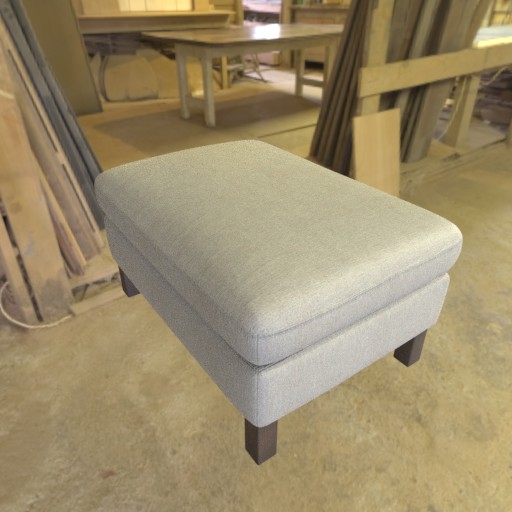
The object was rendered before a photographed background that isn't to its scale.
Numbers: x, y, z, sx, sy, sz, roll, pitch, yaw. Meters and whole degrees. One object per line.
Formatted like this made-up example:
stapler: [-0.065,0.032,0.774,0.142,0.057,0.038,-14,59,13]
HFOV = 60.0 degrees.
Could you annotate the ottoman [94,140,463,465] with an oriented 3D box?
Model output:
ottoman: [0.000,0.000,1.052,0.528,0.404,0.735,-20,37,-30]
